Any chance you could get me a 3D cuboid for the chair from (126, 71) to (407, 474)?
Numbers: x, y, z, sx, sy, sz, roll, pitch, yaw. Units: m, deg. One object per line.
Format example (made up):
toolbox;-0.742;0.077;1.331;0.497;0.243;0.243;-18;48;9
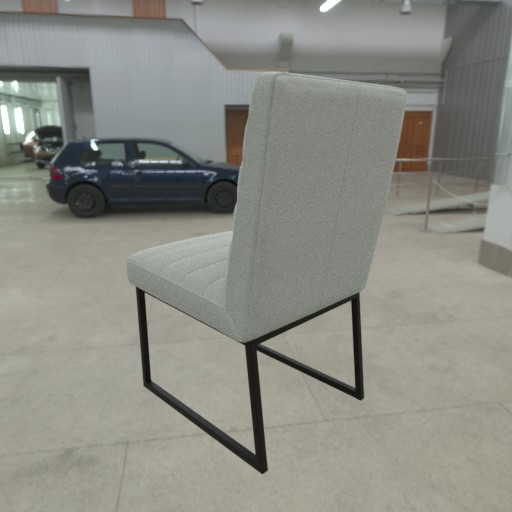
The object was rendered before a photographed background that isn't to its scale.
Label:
chair;0.000;0.000;1.301;0.520;0.930;0.634;-15;22;-43
